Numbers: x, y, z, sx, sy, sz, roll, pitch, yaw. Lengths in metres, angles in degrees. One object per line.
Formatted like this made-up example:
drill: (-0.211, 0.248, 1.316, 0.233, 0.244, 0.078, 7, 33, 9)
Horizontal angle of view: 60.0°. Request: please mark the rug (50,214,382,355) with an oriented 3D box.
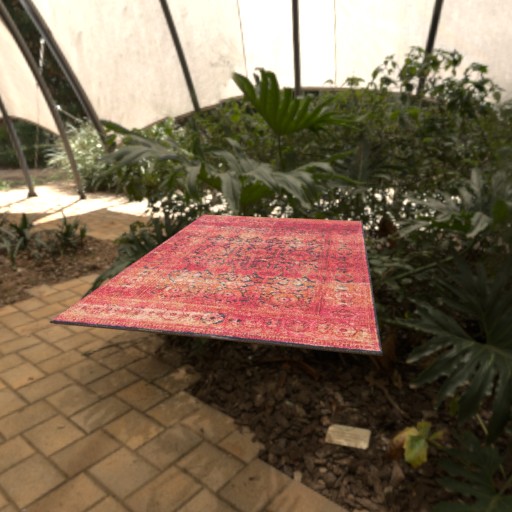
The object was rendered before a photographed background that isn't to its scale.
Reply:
rug: (0.000, 0.000, 3.111, 1.539, 0.018, 2.449, 3, 18, 10)
